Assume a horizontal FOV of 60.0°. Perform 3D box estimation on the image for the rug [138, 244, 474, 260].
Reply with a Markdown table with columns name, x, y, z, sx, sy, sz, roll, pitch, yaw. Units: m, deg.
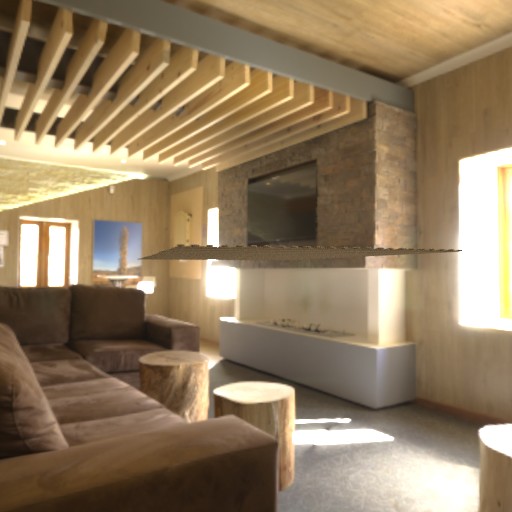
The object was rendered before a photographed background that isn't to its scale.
| name | x | y | z | sx | sy | sz | roll | pitch | yaw |
| --- | --- | --- | --- | --- | --- | --- | --- | --- | --- |
| rug | 0.000 | 0.000 | 2.595 | 1.222 | 0.009 | 2.084 | 1 | -2 | -18 |
